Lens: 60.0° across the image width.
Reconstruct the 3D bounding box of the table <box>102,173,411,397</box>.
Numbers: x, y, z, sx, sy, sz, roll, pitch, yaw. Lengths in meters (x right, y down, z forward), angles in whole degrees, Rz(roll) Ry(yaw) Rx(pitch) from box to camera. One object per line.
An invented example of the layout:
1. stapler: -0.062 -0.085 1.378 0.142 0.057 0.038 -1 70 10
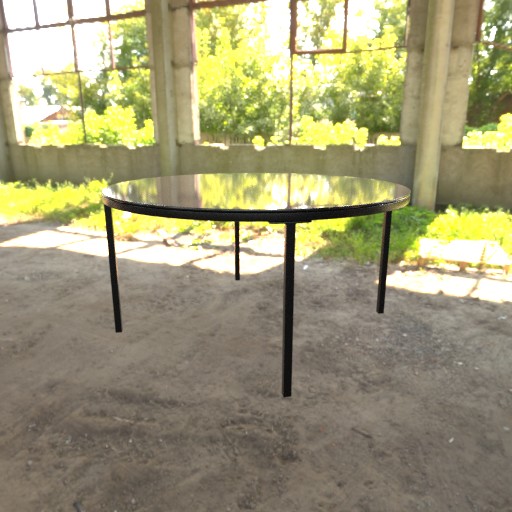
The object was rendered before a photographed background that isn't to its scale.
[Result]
1. table: 0.000 0.000 1.262 0.800 0.400 0.800 0 15 0
